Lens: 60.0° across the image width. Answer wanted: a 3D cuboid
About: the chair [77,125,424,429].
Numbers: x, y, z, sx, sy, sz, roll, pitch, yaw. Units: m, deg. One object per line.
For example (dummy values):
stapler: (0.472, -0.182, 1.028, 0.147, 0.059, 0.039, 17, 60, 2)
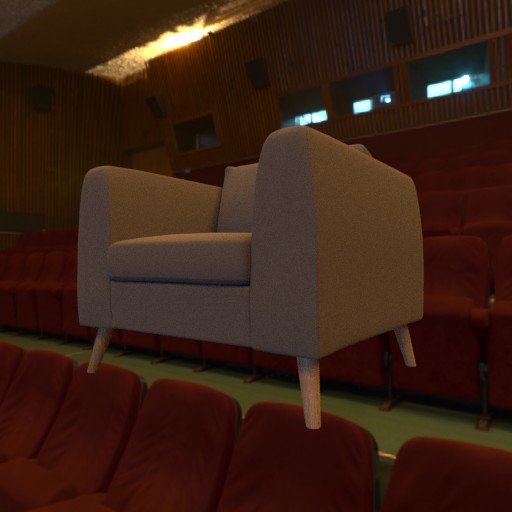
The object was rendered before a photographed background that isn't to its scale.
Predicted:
chair: (0.000, 0.000, 1.691, 1.000, 0.860, 0.930, -1, -1, 36)
